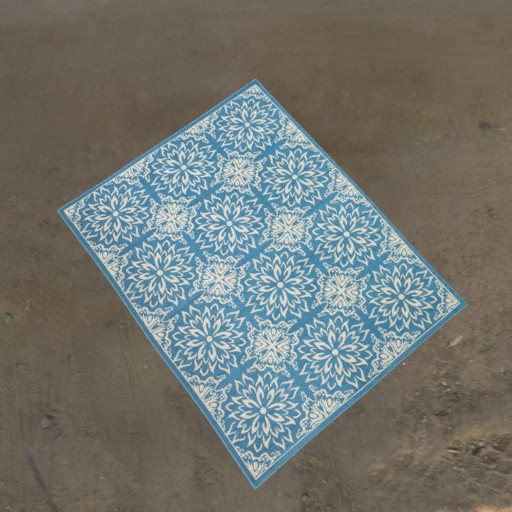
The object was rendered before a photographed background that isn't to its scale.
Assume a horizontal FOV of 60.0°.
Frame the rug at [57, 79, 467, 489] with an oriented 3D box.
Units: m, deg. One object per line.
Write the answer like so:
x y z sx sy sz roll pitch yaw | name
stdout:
0.000 0.000 3.973 2.350 0.018 2.964 -37 77 -10 | rug
